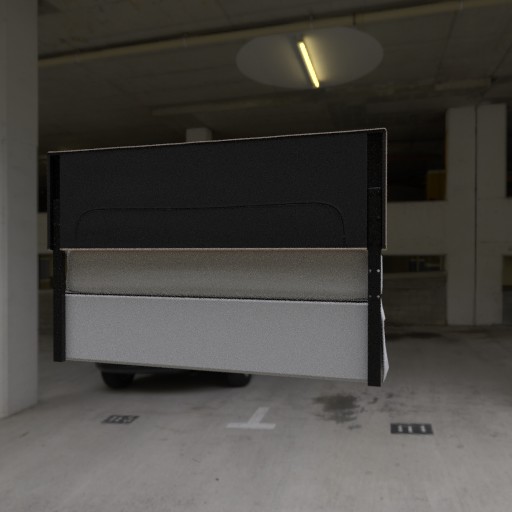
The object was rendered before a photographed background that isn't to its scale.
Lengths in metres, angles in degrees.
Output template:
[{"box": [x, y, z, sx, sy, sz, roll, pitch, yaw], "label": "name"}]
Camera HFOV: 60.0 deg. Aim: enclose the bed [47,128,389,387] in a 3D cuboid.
[{"box": [0.000, 0.000, 2.833, 1.616, 1.016, 1.876, 0, 1, 15], "label": "bed"}]
